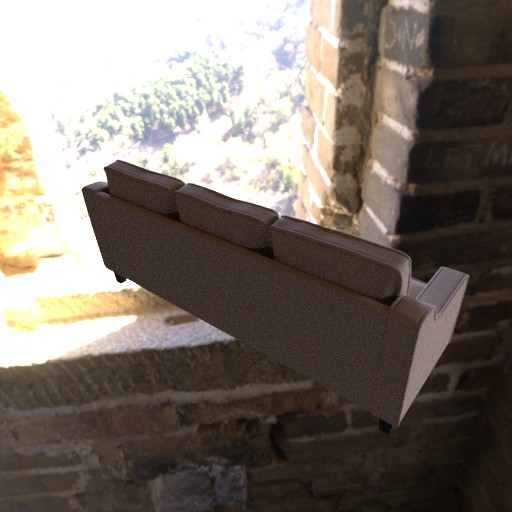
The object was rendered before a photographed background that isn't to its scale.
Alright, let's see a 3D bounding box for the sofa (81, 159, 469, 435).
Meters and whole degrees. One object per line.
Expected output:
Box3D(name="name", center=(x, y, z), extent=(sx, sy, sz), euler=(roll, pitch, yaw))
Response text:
Box3D(name="sofa", center=(0.000, 0.000, 2.572), extent=(2.131, 0.902, 0.791), euler=(22, 37, 32))
